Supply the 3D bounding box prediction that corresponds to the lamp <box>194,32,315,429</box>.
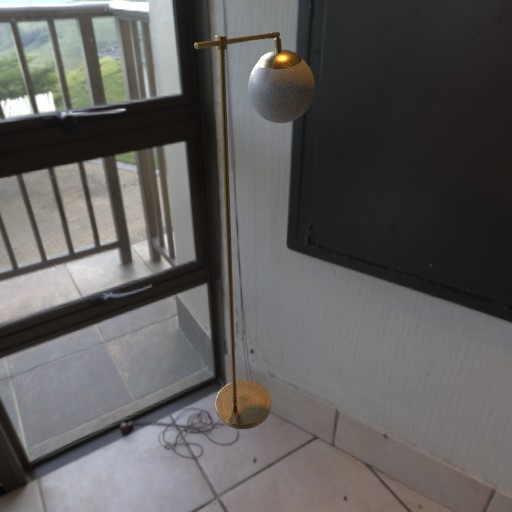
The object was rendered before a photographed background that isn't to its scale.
[{"bbox_3d":[0.000,0.000,1.658,0.249,1.505,0.476,23,39,32],"label":"lamp"}]
